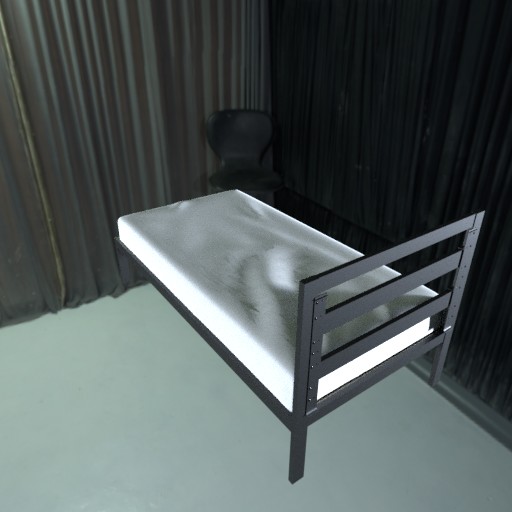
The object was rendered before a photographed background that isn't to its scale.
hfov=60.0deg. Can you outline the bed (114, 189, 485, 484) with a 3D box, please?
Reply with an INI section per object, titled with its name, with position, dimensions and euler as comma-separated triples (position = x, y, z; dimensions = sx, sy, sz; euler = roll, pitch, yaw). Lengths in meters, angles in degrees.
[bed]
position = 0.000, 0.000, 2.512
dimensions = 0.991, 0.967, 1.930
euler = -19, 34, -31
